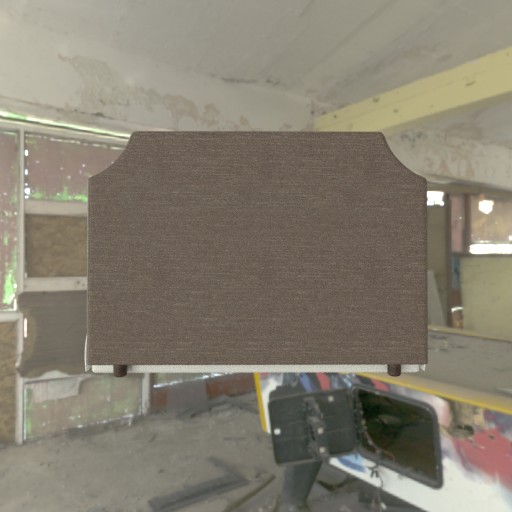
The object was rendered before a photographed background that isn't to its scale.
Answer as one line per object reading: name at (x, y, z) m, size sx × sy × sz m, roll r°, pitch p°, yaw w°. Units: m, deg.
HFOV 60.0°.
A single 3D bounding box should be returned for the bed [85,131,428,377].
bed at (0.000, 0.000, 4.229) m, size 2.350 × 1.590 × 2.773 m, roll 0°, pitch -1°, yaw 0°
